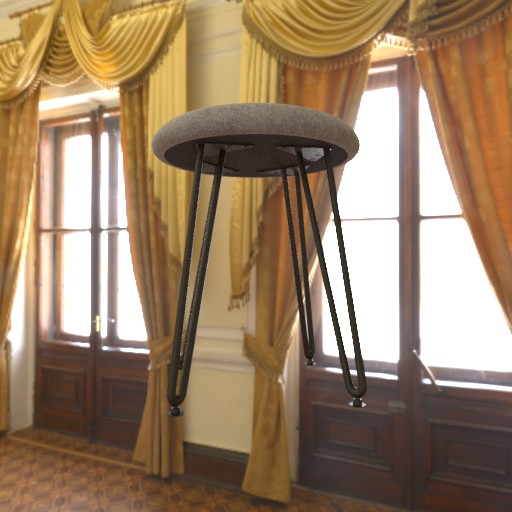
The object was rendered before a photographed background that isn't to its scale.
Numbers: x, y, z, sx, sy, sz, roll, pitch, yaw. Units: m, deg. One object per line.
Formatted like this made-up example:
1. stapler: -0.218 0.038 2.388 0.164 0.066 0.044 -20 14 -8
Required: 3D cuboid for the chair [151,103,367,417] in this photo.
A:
1. chair: 0.000 0.000 0.670 0.350 0.386 0.350 -1 -1 37
